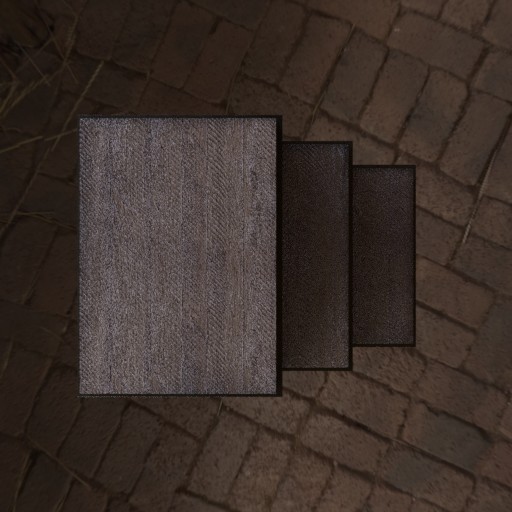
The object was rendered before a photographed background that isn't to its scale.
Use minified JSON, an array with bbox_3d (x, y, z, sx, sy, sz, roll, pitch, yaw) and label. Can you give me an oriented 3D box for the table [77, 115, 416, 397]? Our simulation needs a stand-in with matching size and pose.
[{"bbox_3d":[0.000,0.000,1.161,0.706,0.610,0.559,0,90,0],"label":"table"}]
